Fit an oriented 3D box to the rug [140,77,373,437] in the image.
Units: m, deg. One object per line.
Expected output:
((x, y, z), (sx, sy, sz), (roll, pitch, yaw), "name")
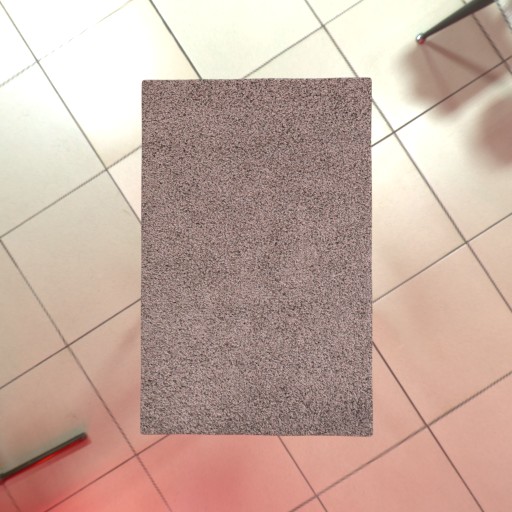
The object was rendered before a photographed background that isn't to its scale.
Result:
((0.000, 0.000, 3.408), (1.778, 0.030, 2.743), (0, 89, 1), "rug")
